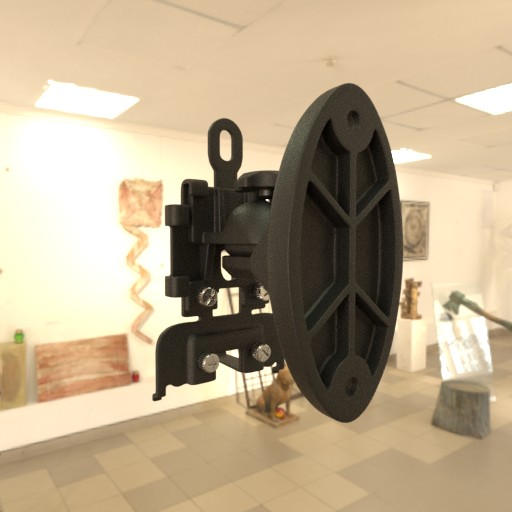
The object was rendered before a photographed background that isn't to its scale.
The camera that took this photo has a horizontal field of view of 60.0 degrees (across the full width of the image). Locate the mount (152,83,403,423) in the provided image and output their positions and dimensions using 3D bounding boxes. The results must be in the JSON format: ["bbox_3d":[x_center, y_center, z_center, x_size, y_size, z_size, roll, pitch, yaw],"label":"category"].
[{"bbox_3d":[0.000,0.000,0.177,0.066,0.118,0.100,-2,3,-37],"label":"mount"}]
